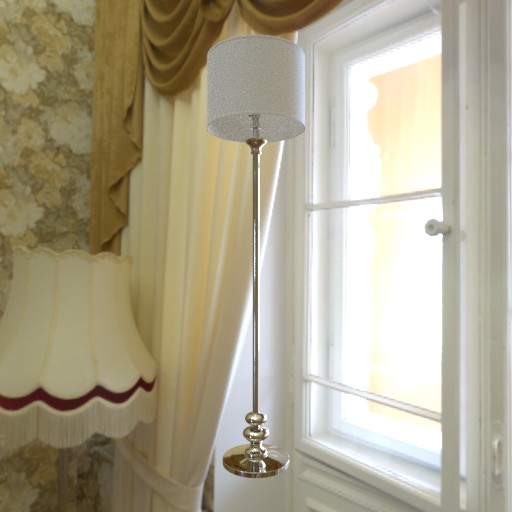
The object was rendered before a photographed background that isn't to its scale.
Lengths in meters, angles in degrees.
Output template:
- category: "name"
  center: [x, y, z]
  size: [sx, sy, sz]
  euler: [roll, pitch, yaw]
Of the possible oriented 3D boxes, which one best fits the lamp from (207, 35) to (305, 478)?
- category: "lamp"
  center: [0.000, 0.000, 1.609]
  size: [0.356, 1.487, 0.356]
  euler: [0, -1, 0]
